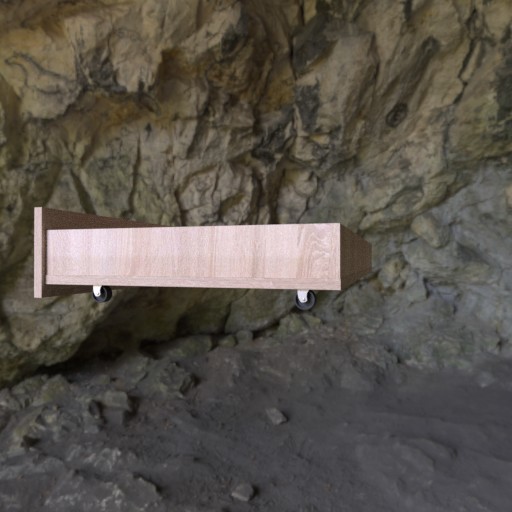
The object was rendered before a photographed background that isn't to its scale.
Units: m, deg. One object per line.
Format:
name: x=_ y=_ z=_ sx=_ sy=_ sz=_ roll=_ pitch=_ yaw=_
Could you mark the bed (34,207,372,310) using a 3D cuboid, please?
bed: x=0.000 y=0.000 z=1.459 sx=0.685 sy=0.209 sz=1.200 roll=0 pitch=0 yaw=17
